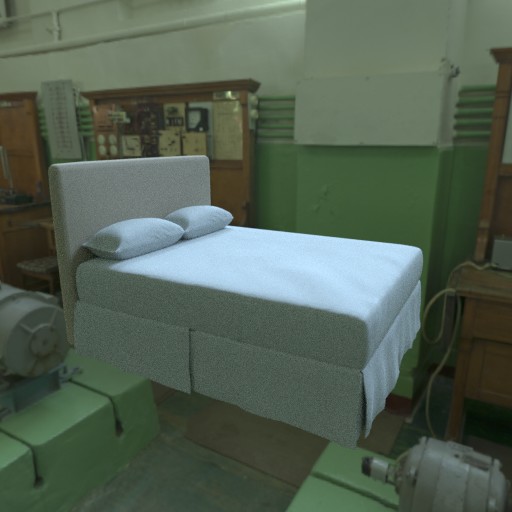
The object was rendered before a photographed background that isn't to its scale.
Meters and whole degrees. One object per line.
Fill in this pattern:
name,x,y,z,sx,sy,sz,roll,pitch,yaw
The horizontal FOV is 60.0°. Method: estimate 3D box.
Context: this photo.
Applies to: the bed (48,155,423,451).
bed,0.000,0.000,3.177,2.142,1.330,1.748,8,17,28
